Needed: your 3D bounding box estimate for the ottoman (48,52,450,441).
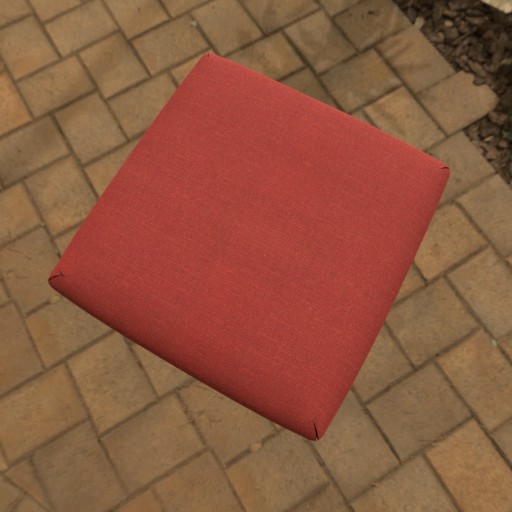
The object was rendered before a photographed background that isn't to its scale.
[{"bbox_3d":[0.000,0.000,0.897,0.497,0.475,0.507,29,76,8],"label":"ottoman"}]
